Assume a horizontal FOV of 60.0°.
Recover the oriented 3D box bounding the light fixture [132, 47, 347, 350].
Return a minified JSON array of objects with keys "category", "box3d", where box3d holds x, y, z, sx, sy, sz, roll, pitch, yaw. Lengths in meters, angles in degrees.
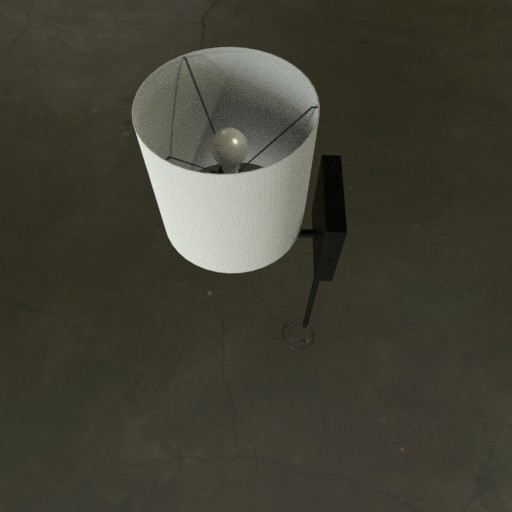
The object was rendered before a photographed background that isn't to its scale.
[{"category":"light fixture","box3d":[0.000,0.000,0.697,0.248,0.589,0.188,2,59,1]}]
